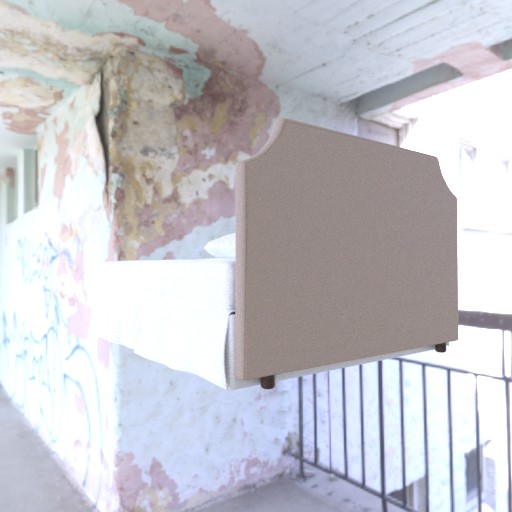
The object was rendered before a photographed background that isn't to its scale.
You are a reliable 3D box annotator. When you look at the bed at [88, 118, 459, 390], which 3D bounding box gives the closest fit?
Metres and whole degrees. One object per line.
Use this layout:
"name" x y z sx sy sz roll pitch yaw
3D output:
"bed" 0.000 0.000 4.187 2.350 1.590 2.773 1 -1 -36
